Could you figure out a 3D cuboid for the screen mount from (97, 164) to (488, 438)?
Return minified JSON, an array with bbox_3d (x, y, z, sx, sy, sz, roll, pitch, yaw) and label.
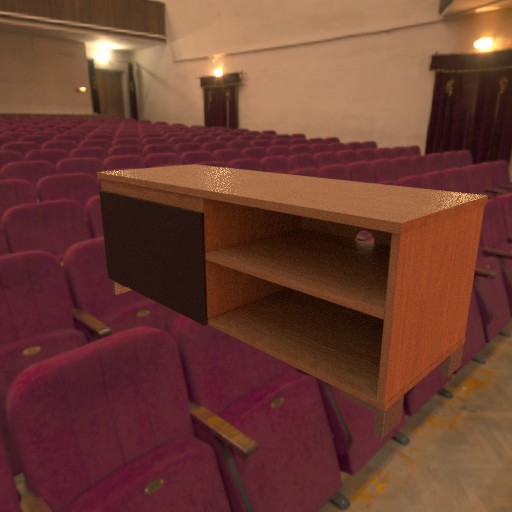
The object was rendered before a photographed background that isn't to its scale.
[{"bbox_3d":[0.000,0.000,1.294,0.406,0.432,1.084,-16,23,-42],"label":"screen mount"}]
